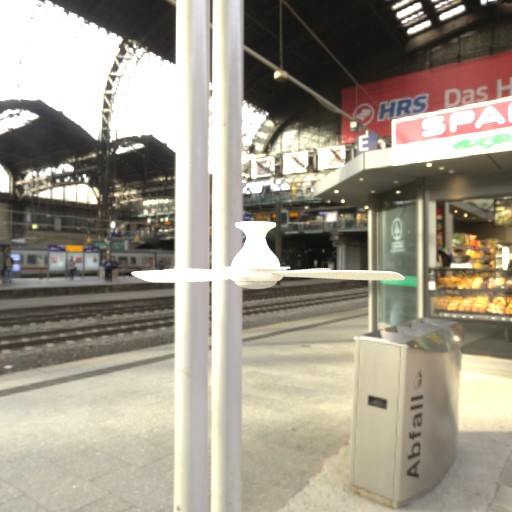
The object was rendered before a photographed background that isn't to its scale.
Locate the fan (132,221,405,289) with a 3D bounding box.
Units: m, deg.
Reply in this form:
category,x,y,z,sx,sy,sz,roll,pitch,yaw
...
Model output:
category,x,y,z,sx,sy,sz,roll,pitch,yaw
fan,0.000,0.000,2.578,1.693,0.382,1.694,-1,-1,36
